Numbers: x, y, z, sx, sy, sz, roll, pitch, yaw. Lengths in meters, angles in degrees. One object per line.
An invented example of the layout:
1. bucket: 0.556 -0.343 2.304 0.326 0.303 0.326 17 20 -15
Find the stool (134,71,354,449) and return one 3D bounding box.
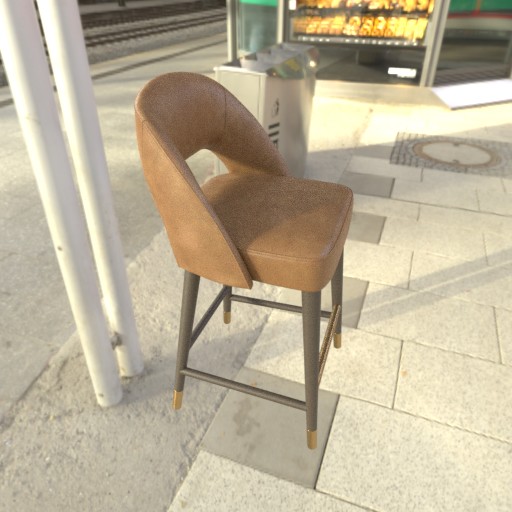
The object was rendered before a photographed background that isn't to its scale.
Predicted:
1. stool: 0.000 0.000 1.259 0.509 0.940 0.494 10 33 16
